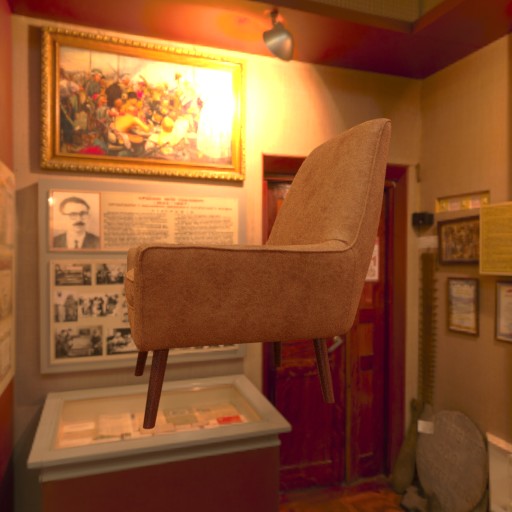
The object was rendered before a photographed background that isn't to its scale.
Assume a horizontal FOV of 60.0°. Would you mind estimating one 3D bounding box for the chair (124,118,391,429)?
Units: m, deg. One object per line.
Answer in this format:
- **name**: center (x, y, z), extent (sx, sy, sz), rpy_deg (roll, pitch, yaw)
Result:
- **chair**: center (0.000, 0.000, 1.503), extent (0.851, 0.883, 0.753), rpy_deg (0, 0, -18)
